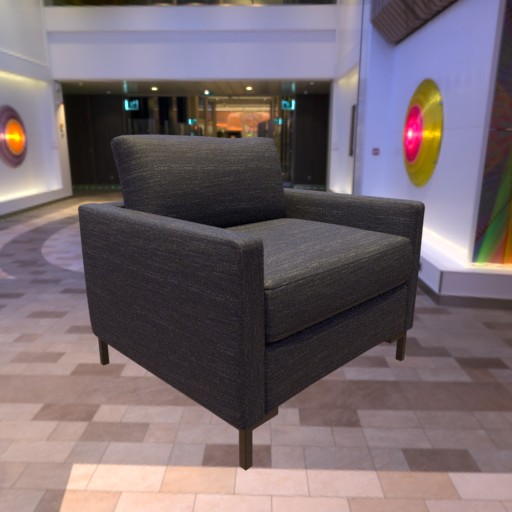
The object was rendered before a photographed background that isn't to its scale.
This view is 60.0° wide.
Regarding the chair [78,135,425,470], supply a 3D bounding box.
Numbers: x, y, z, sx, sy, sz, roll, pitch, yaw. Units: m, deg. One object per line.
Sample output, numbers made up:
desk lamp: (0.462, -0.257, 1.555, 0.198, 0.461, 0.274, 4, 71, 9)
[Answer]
chair: (0.000, 0.000, 1.631, 0.963, 0.861, 0.866, -14, 20, -43)
